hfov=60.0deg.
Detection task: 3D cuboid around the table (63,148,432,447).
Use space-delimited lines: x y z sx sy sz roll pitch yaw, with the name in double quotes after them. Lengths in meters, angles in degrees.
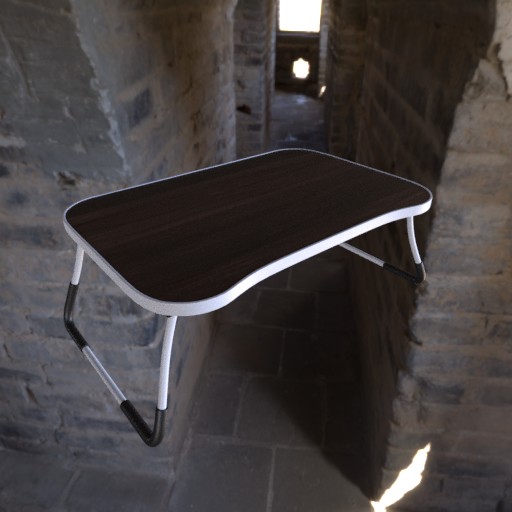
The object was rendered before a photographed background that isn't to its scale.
0.000 0.000 0.849 0.660 0.232 0.400 -22 37 -33 "table"
